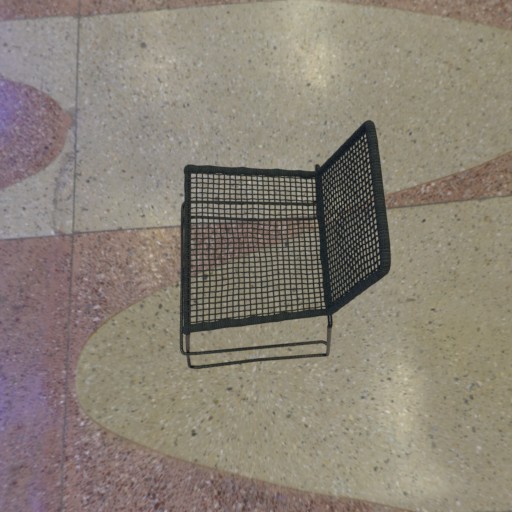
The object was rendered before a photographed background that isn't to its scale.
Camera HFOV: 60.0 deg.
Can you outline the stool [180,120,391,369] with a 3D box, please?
[{"bbox_3d":[0.000,0.000,1.253,0.509,0.905,0.590,-2,75,-1],"label":"stool"}]
